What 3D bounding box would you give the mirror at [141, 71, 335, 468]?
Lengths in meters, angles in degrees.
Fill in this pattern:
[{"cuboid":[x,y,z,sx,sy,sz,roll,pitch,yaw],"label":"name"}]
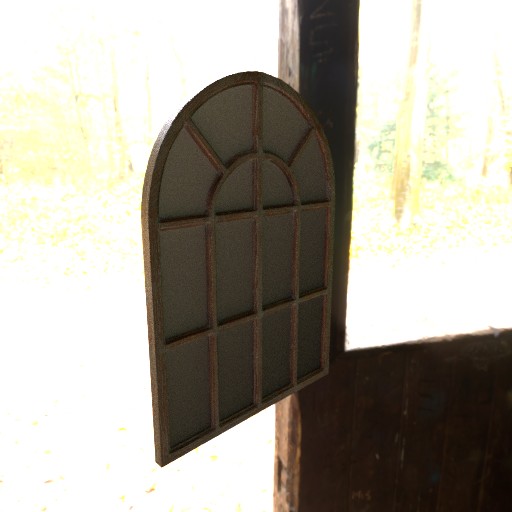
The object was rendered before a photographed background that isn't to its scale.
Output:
[{"cuboid":[0.000,0.000,1.184,0.660,0.920,0.032,-13,18,-43],"label":"mirror"}]
